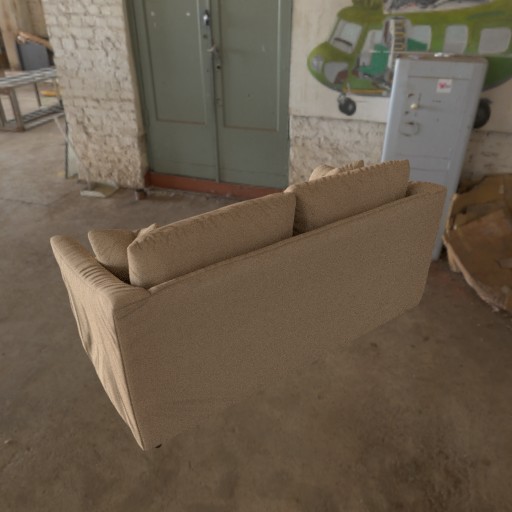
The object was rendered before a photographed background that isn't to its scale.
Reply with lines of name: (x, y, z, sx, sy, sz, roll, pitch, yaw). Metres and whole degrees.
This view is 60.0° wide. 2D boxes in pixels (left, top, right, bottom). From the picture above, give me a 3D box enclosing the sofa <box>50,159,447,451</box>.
sofa: (0.000, 0.000, 2.599, 2.010, 1.018, 1.072, -20, 36, -30)
